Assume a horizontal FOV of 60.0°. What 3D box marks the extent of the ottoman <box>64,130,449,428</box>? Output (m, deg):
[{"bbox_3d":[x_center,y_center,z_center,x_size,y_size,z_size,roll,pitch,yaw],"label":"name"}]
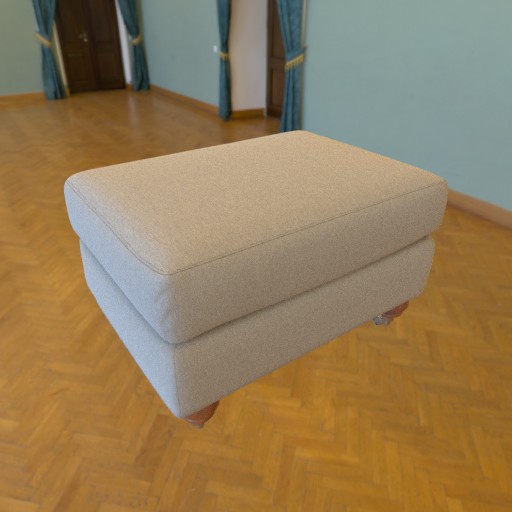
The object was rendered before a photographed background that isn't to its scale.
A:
[{"bbox_3d":[0.000,0.000,1.149,0.773,0.497,0.574,-20,35,-30],"label":"ottoman"}]
